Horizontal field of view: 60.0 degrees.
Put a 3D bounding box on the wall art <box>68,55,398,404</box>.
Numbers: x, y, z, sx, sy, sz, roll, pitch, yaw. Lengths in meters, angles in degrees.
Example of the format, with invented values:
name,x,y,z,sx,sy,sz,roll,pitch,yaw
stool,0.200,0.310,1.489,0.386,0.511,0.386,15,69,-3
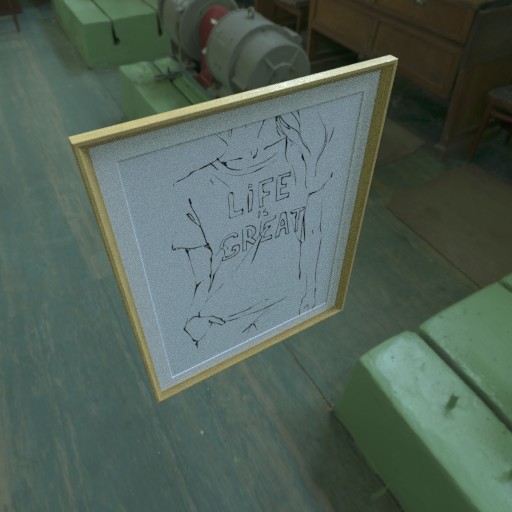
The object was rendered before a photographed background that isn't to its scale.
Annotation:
name,x,y,z,sx,sy,sz,roll,pitch,yaw
wall art,0.000,0.000,1.316,0.798,1.002,0.030,-22,49,-21
